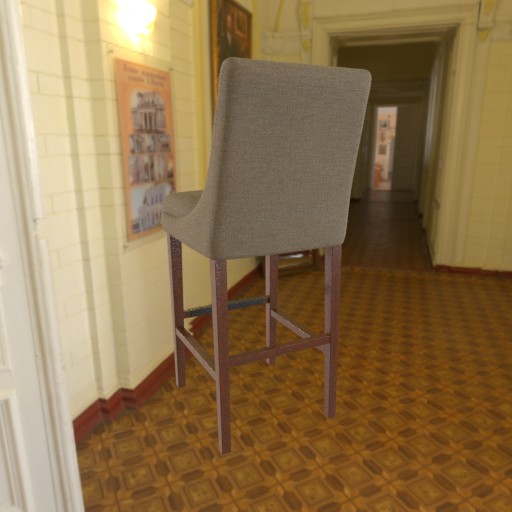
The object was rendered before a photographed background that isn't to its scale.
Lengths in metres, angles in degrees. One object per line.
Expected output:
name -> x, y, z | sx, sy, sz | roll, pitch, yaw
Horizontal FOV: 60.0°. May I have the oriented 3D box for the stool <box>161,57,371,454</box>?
stool -> 0.000, 0.000, 1.422 | 0.470, 1.078, 0.577 | -7, 16, -26
